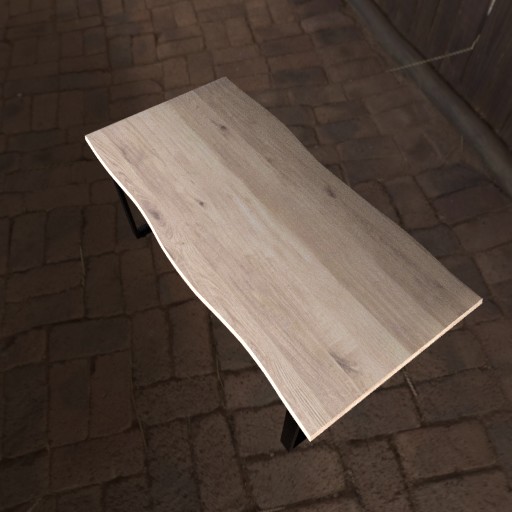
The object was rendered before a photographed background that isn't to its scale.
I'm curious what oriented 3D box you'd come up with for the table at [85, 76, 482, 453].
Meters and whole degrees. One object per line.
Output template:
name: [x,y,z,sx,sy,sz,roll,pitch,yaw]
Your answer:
table: [0.000,0.000,2.307,0.900,0.780,1.800,-31,61,-19]
